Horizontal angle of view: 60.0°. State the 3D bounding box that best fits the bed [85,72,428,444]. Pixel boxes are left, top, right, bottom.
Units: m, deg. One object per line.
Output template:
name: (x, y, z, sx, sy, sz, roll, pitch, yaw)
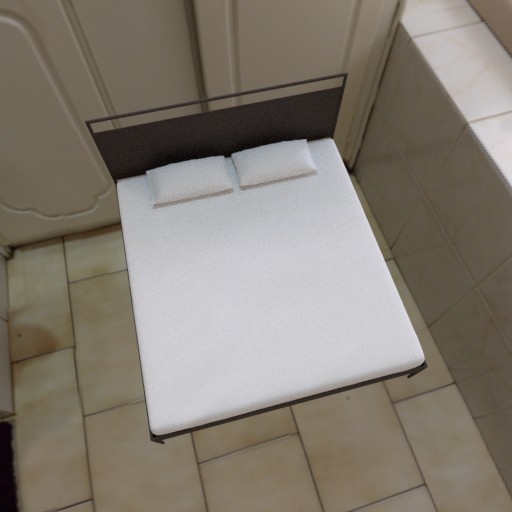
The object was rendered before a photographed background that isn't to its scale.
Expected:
bed: (0.000, 0.000, 3.355, 1.993, 1.173, 2.151, -13, 65, -6)
